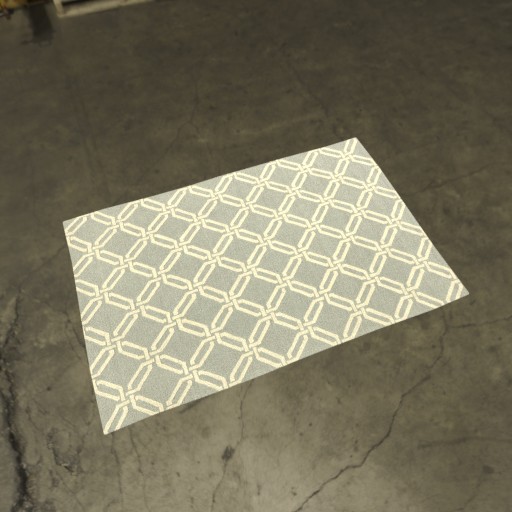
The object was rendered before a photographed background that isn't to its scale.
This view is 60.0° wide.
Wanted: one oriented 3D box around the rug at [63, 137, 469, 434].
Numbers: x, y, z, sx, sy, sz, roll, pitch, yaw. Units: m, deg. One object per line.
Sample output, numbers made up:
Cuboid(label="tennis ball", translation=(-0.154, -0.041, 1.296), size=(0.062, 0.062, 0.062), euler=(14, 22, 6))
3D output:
Cuboid(label="rug", translation=(0.000, 0.000, 2.220), size=(1.754, 0.010, 1.148), euler=(-18, 60, -11))
